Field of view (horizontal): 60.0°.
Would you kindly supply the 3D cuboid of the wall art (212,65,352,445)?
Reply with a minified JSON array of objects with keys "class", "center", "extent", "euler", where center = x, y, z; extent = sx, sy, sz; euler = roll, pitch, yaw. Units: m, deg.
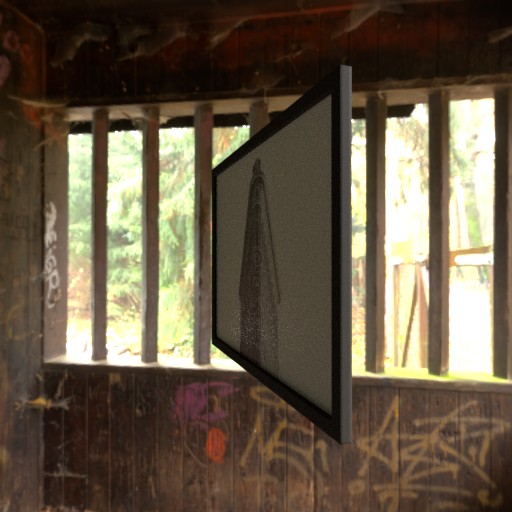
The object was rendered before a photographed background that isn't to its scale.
[{"class":"wall art","center":[0.000,0.000,1.221],"extent":[0.026,0.656,0.958],"euler":[0,0,-19]}]
